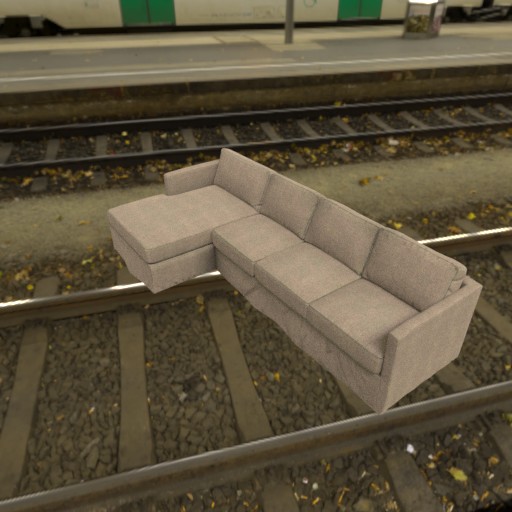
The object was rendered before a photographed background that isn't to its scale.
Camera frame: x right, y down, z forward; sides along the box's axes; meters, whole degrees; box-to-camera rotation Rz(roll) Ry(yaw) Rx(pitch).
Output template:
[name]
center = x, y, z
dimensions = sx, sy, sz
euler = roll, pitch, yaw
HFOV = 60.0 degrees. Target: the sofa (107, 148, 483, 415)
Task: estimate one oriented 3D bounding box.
[sofa]
center = 0.000, 0.000, 3.934
dimensions = 1.650, 0.922, 3.205
euler = -22, 39, -30
